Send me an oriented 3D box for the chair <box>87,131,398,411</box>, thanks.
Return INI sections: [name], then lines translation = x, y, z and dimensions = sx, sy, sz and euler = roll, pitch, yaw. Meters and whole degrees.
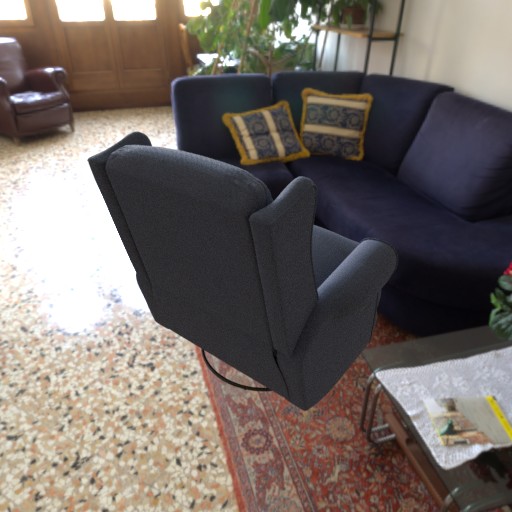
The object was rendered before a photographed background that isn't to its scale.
[chair]
translation = 0.000, 0.000, 1.785
dimensions = 0.971, 1.020, 0.877
euler = 22, 38, 31
